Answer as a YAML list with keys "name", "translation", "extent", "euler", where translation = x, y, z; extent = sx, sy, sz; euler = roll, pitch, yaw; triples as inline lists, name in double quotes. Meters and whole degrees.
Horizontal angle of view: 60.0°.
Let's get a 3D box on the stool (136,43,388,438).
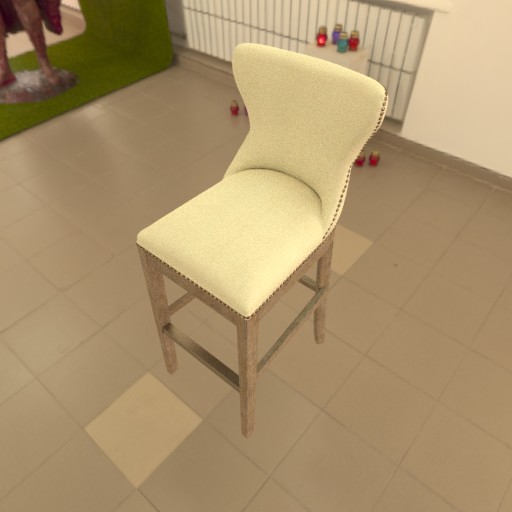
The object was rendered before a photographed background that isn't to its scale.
- name: "stool"
  translation: [0.000, 0.000, 1.448]
  extent: [0.494, 1.123, 0.606]
  euler: [31, 53, 27]
